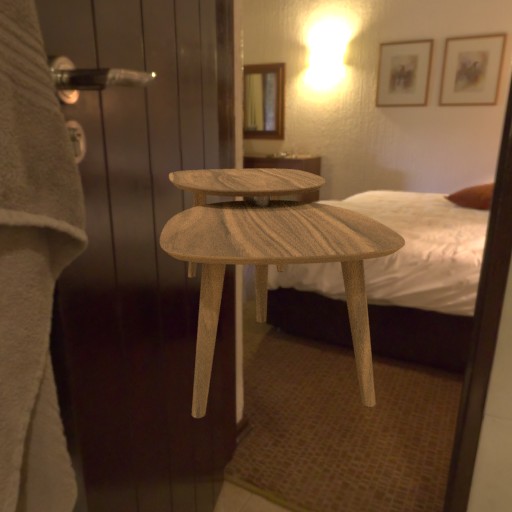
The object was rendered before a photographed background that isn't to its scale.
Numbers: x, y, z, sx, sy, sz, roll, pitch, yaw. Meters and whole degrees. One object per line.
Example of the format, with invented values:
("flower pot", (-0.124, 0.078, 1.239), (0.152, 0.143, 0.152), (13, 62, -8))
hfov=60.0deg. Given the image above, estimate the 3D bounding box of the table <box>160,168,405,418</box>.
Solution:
("table", (0.000, 0.000, 1.359), (0.527, 0.429, 1.084), (-2, 17, -8))
